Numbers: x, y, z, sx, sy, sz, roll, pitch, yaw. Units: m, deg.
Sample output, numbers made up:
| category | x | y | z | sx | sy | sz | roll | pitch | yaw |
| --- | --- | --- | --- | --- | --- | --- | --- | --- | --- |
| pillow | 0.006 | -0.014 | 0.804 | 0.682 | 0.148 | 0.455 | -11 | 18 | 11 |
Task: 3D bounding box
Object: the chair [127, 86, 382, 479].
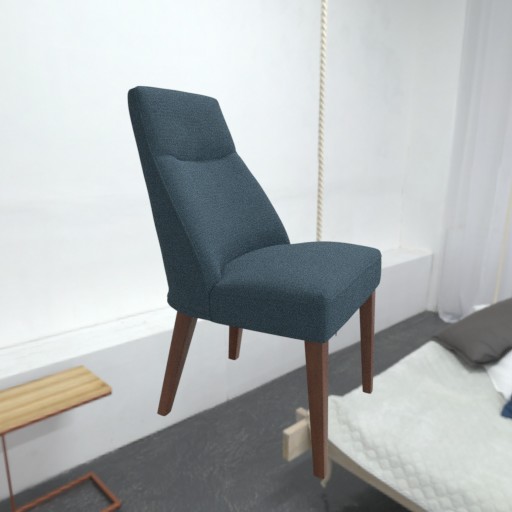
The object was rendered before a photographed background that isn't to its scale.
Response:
| category | x | y | z | sx | sy | sz | roll | pitch | yaw |
| --- | --- | --- | --- | --- | --- | --- | --- | --- | --- |
| chair | 0.000 | 0.000 | 1.279 | 0.620 | 0.930 | 0.500 | 8 | 16 | 28 |
